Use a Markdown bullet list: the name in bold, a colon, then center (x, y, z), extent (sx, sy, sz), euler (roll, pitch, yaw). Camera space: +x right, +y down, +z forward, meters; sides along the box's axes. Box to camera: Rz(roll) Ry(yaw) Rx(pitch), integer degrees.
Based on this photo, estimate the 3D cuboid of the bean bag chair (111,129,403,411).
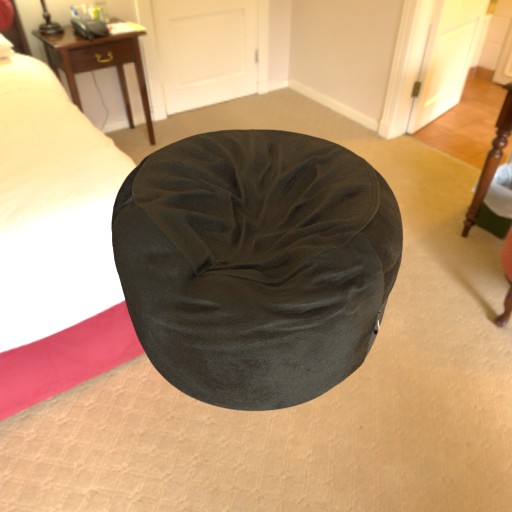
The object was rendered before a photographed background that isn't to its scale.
- **bean bag chair**: center (0.000, 0.000, 1.509), extent (0.918, 0.605, 0.918), euler (0, 40, 0)
